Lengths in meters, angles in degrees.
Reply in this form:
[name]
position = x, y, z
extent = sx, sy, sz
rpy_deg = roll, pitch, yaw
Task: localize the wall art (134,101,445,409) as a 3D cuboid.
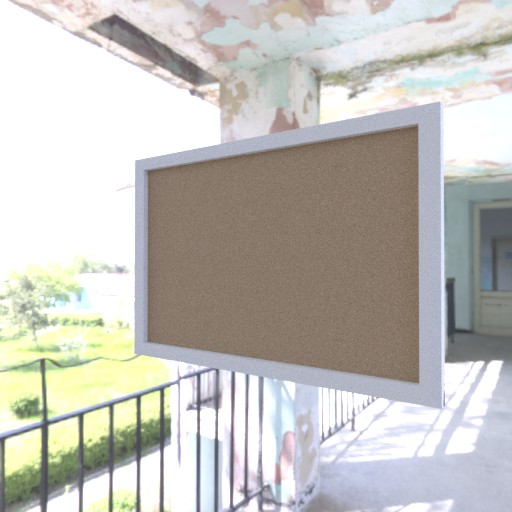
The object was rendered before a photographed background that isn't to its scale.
[wall art]
position = 0.000, 0.000, 1.442
extent = 1.144, 0.767, 0.038
rpy_deg = 0, -1, 35
